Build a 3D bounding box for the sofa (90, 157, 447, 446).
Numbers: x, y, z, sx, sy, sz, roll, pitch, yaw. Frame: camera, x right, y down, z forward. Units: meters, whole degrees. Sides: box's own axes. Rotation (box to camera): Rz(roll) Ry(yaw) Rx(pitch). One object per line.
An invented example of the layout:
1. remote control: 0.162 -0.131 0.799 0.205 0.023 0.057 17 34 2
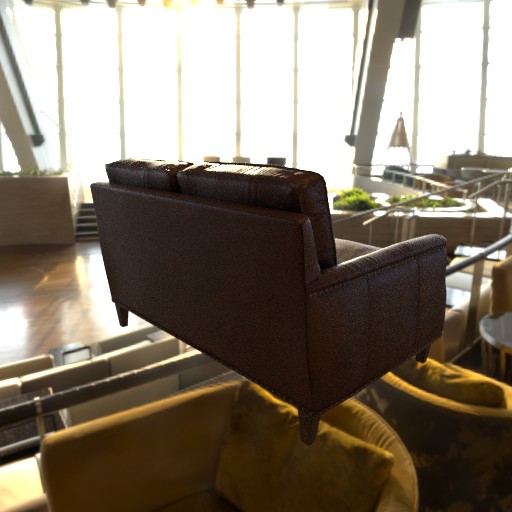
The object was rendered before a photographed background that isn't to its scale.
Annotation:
1. sofa: 0.000 0.000 2.302 1.083 1.003 1.628 -14 21 -42
